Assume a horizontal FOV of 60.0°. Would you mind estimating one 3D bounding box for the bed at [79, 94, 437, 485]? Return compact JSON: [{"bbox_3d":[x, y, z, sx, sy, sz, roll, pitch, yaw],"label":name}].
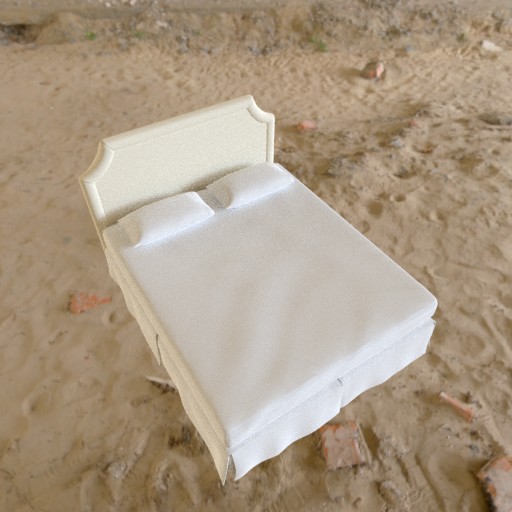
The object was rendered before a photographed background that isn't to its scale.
[{"bbox_3d":[0.000,0.000,4.130,2.350,1.590,2.773,-25,52,-22],"label":"bed"}]
